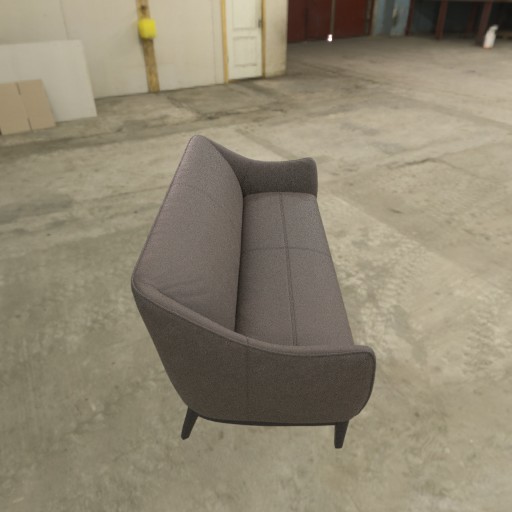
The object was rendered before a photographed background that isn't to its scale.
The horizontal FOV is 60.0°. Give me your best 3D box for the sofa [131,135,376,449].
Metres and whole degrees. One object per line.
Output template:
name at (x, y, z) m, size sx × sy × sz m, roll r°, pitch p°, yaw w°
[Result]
sofa at (0.000, 0.000, 2.400) m, size 0.869 × 0.831 × 1.928 m, roll 0°, pitch 32°, yaw 0°
